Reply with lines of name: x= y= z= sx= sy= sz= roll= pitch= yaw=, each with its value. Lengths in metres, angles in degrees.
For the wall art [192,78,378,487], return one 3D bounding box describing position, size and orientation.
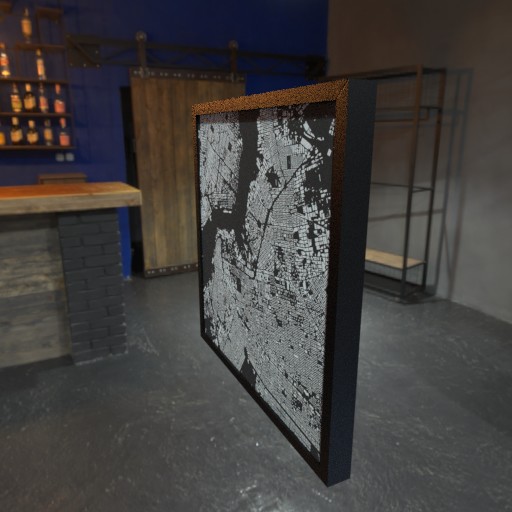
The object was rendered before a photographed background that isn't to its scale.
wall art: x=0.000 y=0.000 z=0.746 sx=0.038 sy=0.506 sz=0.506 roll=-7 pitch=17 yaw=-25
